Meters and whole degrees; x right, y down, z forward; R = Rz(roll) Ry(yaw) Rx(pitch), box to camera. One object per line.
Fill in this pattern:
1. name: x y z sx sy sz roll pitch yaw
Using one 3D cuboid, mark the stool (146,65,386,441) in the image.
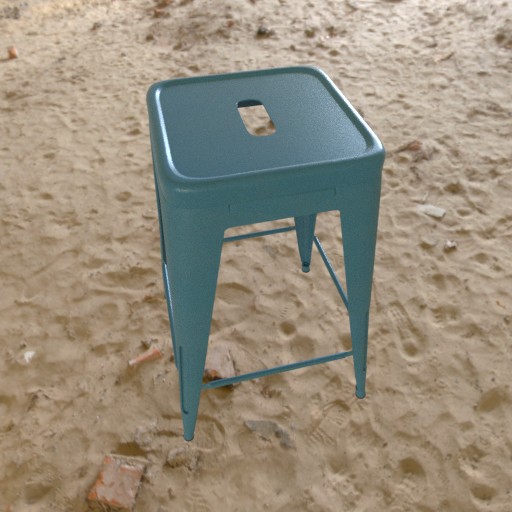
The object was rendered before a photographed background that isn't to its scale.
1. stool: 0.000 0.000 0.875 0.410 0.608 0.410 -10 47 -10
